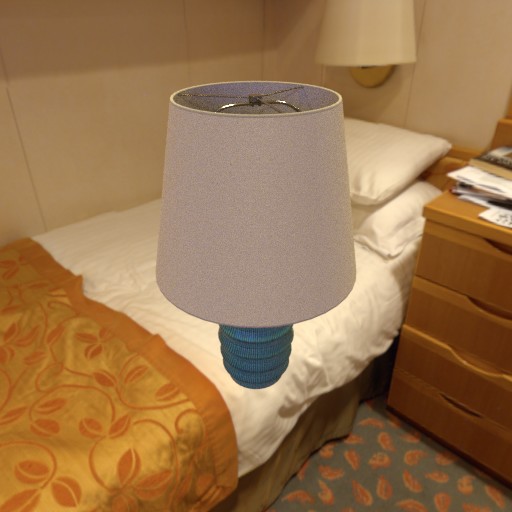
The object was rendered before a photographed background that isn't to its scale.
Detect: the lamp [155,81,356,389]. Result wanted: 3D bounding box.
[{"bbox_3d":[0.000,0.000,0.565,0.254,0.392,0.254,0,31,0],"label":"lamp"}]
